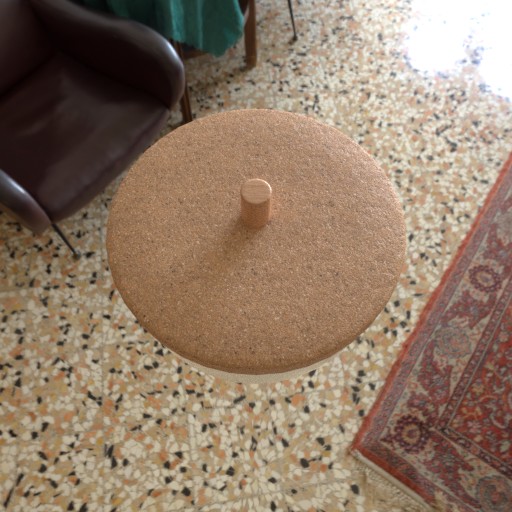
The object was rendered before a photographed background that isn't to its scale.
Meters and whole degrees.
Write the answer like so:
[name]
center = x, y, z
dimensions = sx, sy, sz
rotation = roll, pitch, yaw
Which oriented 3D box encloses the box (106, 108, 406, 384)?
[box]
center = 0.000, 0.000, 0.185
dimensions = 0.107, 0.094, 0.107
rotation = 0, 63, 0
